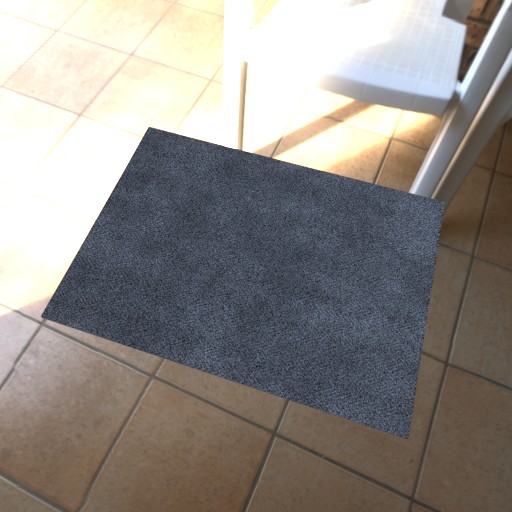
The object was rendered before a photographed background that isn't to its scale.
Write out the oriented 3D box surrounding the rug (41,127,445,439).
[{"bbox_3d":[0.000,0.000,2.882,2.235,0.008,1.600,16,64,8],"label":"rug"}]
